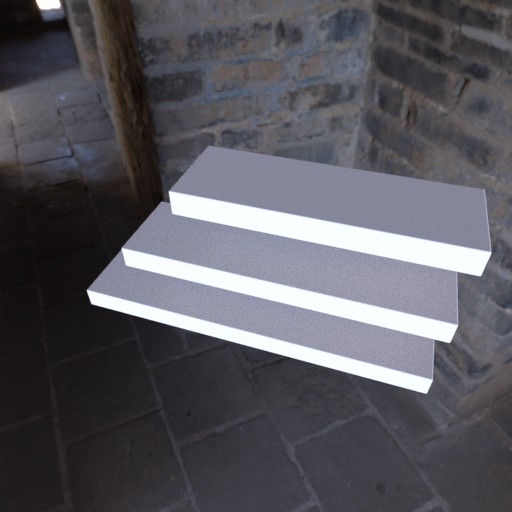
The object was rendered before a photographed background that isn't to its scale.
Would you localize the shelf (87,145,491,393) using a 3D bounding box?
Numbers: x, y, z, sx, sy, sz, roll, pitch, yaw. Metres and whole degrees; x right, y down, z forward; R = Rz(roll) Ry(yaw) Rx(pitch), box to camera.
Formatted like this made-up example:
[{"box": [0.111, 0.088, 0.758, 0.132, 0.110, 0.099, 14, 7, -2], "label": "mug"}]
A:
[{"box": [0.000, 0.000, 0.721, 0.610, 0.293, 0.140, 12, 43, 14], "label": "shelf"}]
